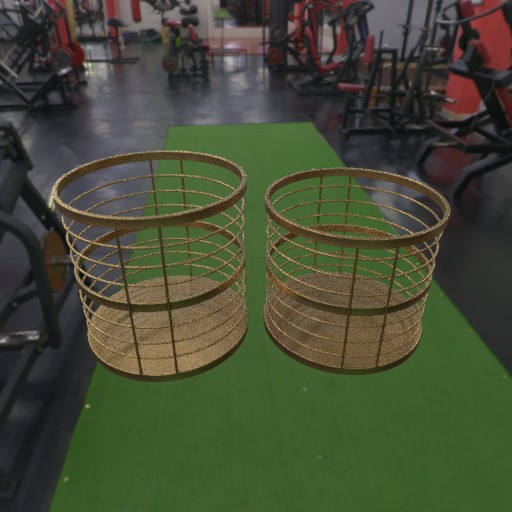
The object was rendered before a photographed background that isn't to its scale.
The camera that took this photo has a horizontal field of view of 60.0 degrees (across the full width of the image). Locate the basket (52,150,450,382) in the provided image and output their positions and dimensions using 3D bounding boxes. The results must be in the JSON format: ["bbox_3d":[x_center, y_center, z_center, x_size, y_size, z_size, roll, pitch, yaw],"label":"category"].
[{"bbox_3d":[0.000,0.000,0.934,0.746,0.351,0.356,-1,30,-2],"label":"basket"}]
